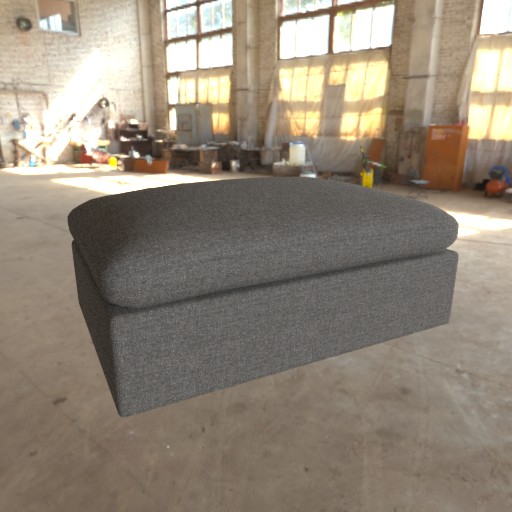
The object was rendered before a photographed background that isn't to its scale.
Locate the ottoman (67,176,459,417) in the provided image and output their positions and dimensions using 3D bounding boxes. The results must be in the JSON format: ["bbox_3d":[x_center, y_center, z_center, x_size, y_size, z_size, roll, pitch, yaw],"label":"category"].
[{"bbox_3d":[0.000,0.000,1.422,1.041,0.483,0.711,-9,19,-26],"label":"ottoman"}]
